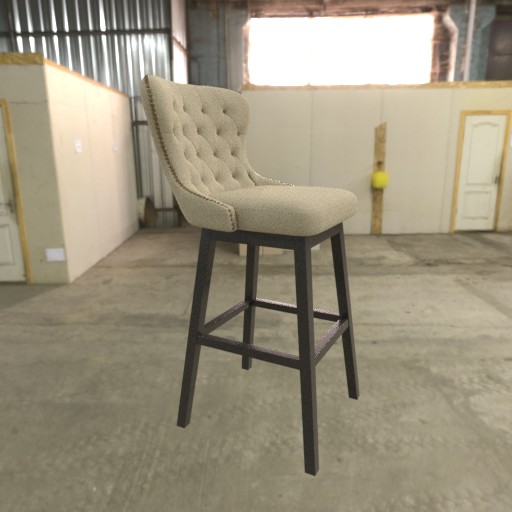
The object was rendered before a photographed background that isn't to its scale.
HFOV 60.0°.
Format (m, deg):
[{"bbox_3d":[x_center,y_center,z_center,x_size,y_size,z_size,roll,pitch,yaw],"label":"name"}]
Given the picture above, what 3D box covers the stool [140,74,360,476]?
[{"bbox_3d":[0.000,0.000,1.403,0.605,1.066,0.528,8,16,27],"label":"stool"}]
